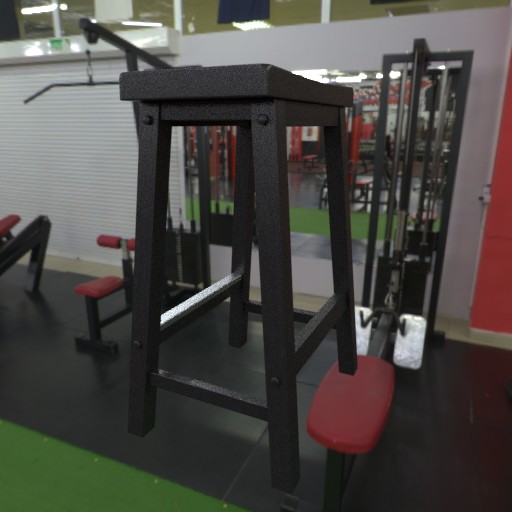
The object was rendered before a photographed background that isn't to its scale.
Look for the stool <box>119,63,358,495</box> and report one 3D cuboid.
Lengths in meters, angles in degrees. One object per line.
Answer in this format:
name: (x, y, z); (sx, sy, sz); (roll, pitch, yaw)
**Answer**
stool: (0.000, 0.000, 0.827); (0.322, 0.610, 0.406); (8, 18, 25)
